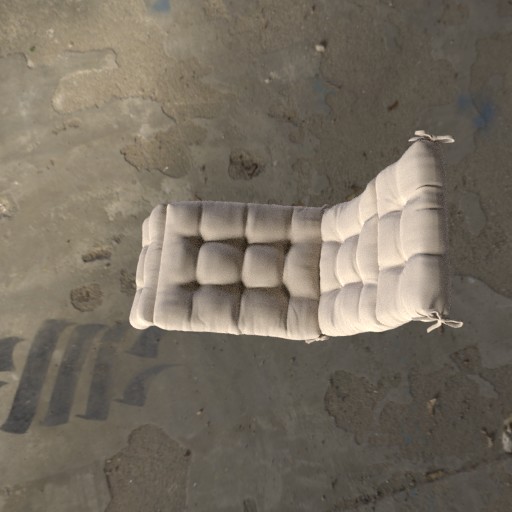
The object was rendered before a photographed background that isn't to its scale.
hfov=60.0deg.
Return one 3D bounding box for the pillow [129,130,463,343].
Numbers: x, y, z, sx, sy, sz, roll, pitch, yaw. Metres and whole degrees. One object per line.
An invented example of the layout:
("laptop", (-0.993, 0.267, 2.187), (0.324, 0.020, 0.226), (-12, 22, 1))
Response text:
("pillow", (0.000, 0.000, 1.498), (1.016, 0.863, 0.526), (4, 75, 1))
